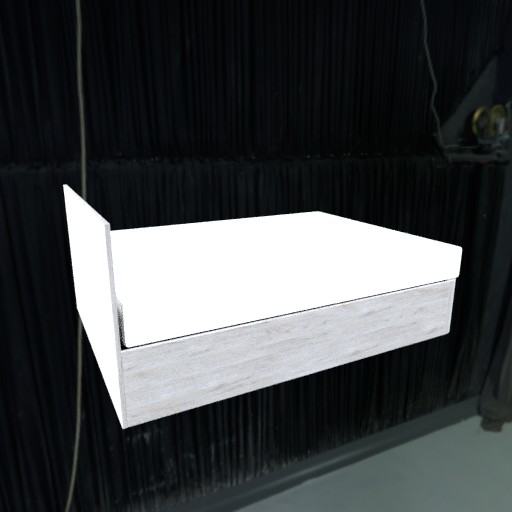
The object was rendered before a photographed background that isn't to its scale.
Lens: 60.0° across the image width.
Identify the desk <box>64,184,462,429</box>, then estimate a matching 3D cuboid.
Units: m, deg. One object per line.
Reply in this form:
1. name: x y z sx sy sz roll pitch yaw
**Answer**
1. desk: 0.000 0.000 2.624 1.900 0.800 1.400 -8 17 -27
